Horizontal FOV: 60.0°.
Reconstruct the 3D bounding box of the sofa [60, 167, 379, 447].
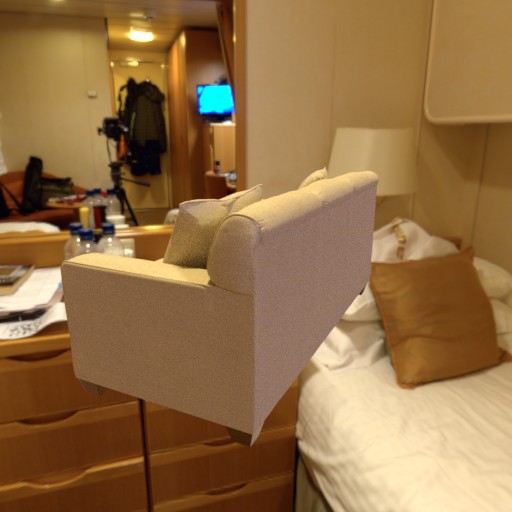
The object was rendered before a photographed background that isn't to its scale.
[{"bbox_3d":[0.000,0.000,2.622,0.997,0.958,2.024,8,17,25],"label":"sofa"}]
